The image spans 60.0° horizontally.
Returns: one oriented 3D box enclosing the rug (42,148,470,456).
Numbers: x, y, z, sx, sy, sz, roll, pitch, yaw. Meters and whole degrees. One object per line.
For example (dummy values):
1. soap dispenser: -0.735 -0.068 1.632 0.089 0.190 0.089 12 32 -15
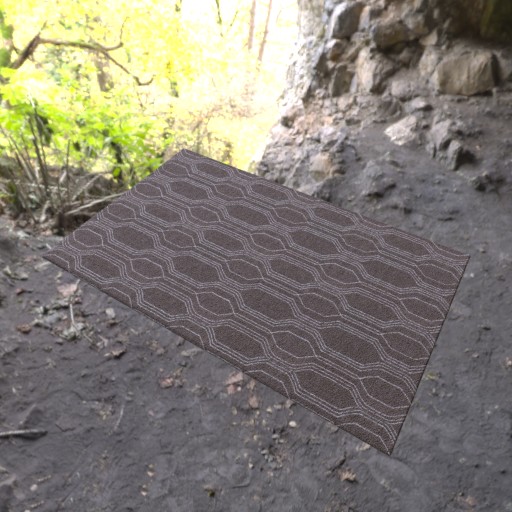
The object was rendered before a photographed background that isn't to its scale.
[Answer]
1. rug: 0.000 0.000 2.989 2.457 0.012 1.541 24 51 21
